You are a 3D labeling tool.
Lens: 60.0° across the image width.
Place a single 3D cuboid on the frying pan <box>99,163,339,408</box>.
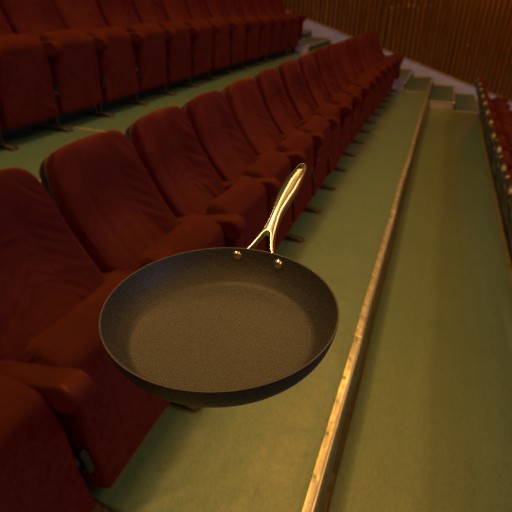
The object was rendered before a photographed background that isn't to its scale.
[{"bbox_3d":[0.000,0.000,0.571,0.255,0.105,0.472,11,31,18],"label":"frying pan"}]
